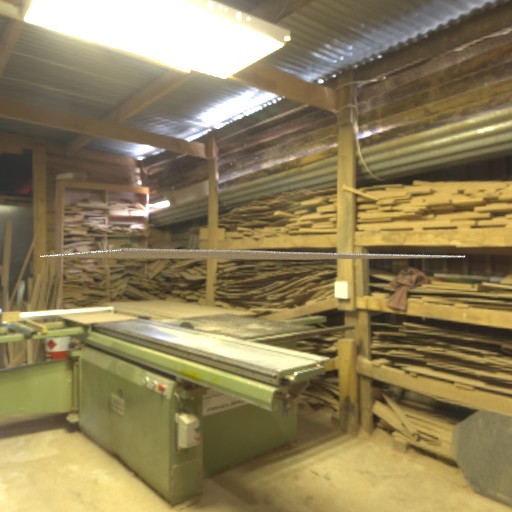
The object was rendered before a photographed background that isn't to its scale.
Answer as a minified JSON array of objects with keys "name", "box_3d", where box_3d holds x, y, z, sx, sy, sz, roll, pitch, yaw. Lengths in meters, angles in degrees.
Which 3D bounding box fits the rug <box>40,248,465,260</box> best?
[{"name":"rug","box_3d":[0.000,0.000,2.293,1.825,0.015,1.232,1,-1,-36]}]
